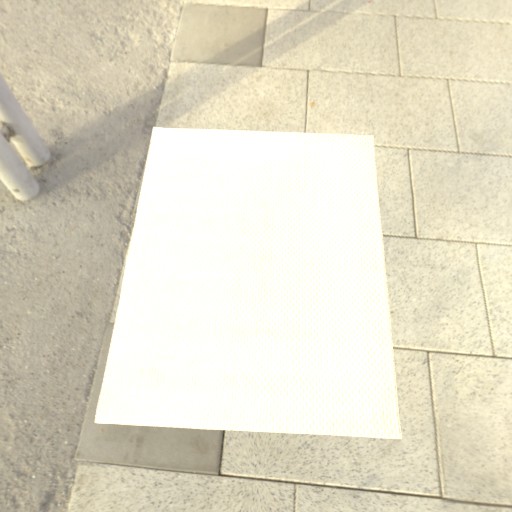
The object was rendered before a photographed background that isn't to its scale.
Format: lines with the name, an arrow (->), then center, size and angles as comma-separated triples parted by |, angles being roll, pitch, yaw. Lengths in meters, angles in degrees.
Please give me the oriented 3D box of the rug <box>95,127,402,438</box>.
rug -> 0.000, 0.000, 3.920 | 2.277, 0.035, 2.897 | 2, 63, 1
